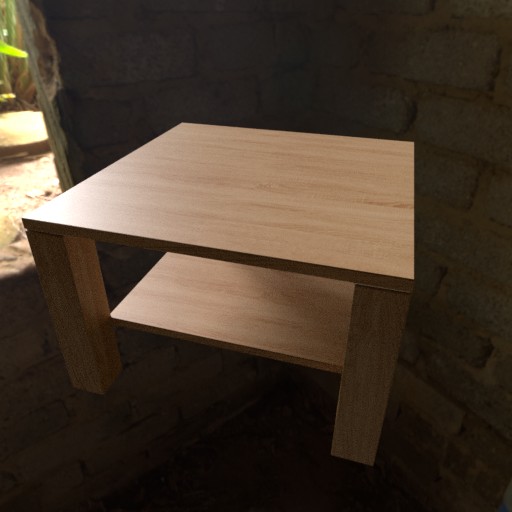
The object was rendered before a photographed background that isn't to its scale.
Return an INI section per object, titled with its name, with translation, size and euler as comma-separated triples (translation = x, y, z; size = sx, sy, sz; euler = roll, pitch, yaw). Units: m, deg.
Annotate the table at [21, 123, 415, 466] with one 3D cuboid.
[table]
translation = 0.000, 0.000, 1.137
size = 0.700, 0.450, 0.700
euler = 9, 33, 14
